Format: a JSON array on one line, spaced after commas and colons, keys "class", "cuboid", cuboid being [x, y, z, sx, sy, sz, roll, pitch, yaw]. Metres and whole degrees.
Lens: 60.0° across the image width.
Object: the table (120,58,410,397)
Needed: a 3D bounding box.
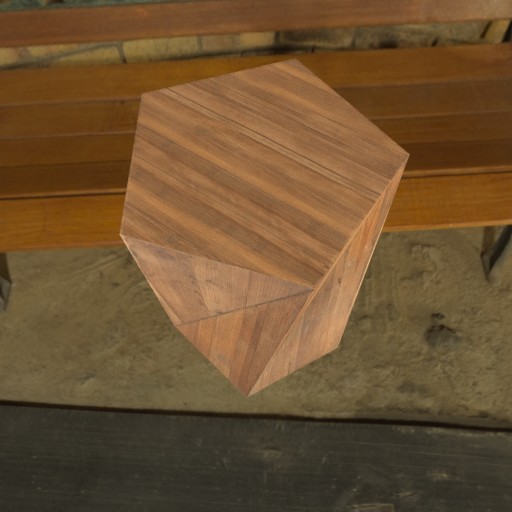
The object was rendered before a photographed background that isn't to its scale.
[{"class": "table", "cuboid": [0.000, 0.000, 0.901, 0.441, 0.604, 0.425, -32, 66, -16]}]
